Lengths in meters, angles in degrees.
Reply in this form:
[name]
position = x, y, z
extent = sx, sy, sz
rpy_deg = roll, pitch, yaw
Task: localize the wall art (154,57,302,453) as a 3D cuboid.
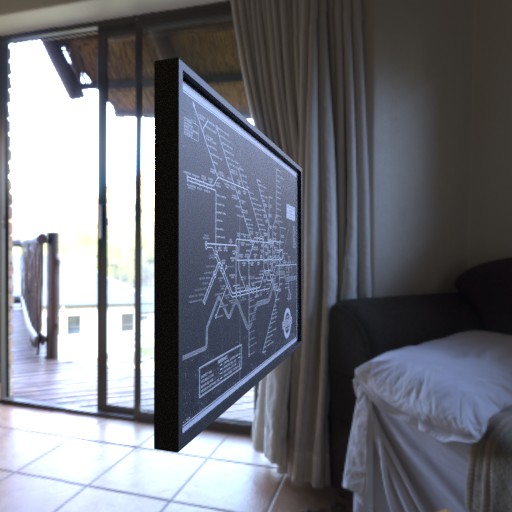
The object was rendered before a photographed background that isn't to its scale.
[wall art]
position = 0.000, 0.000, 0.551
extent = 0.021, 0.301, 0.443
rpy_deg = 0, 0, 18
